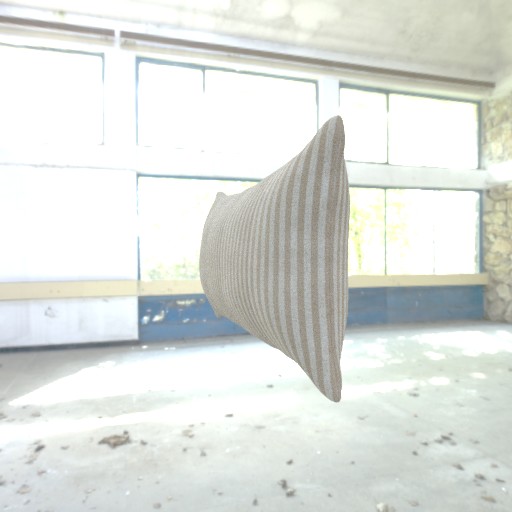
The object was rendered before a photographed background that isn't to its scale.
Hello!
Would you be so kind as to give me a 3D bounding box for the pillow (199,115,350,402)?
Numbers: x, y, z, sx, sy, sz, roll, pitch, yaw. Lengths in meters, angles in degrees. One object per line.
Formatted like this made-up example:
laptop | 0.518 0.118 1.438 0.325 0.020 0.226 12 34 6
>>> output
pillow | 0.000 0.000 0.743 0.151 0.295 0.617 0 0 -16
